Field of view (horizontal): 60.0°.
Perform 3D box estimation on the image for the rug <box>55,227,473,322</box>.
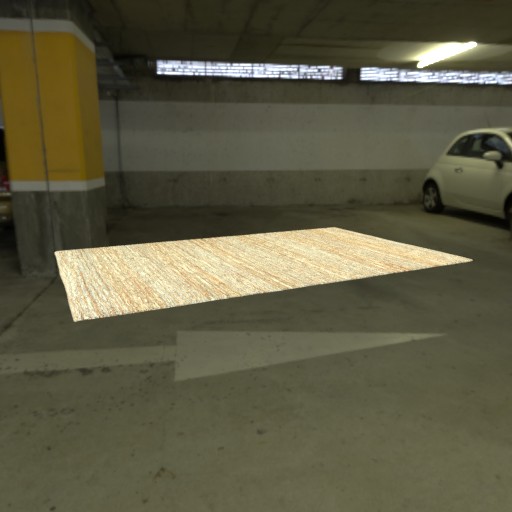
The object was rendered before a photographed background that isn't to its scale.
[{"bbox_3d":[0.000,0.000,3.016,2.446,0.009,1.529,-6,14,-26],"label":"rug"}]
